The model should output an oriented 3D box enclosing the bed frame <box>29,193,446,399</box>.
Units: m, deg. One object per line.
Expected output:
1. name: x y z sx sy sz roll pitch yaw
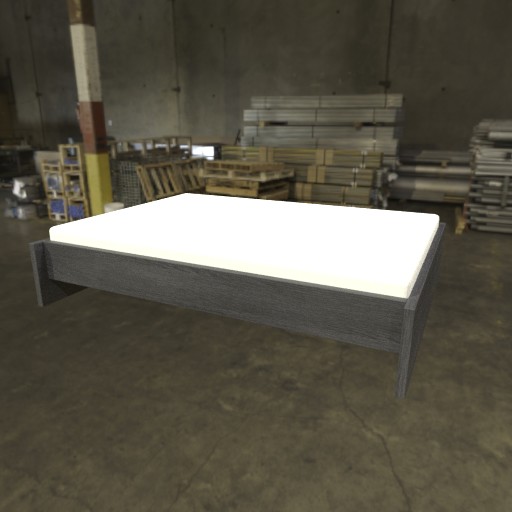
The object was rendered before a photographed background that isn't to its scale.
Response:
1. bed frame: 0.000 0.000 2.620 1.950 0.432 1.490 8 19 25
